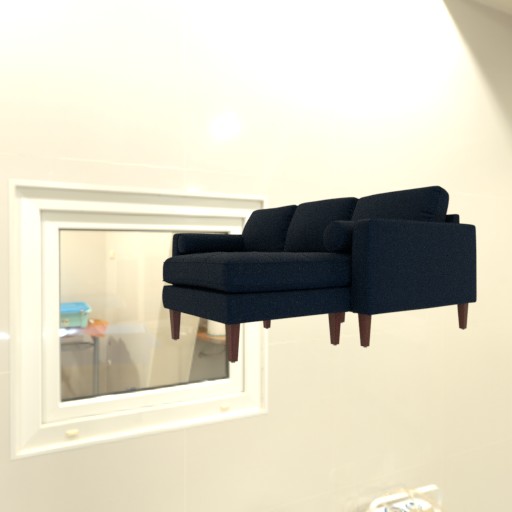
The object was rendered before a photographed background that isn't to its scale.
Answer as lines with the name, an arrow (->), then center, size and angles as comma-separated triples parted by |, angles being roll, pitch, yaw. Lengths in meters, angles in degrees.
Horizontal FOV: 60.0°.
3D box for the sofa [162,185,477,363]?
sofa -> 0.000, 0.000, 2.968 | 1.613, 0.841, 2.185 | 0, 1, -35
